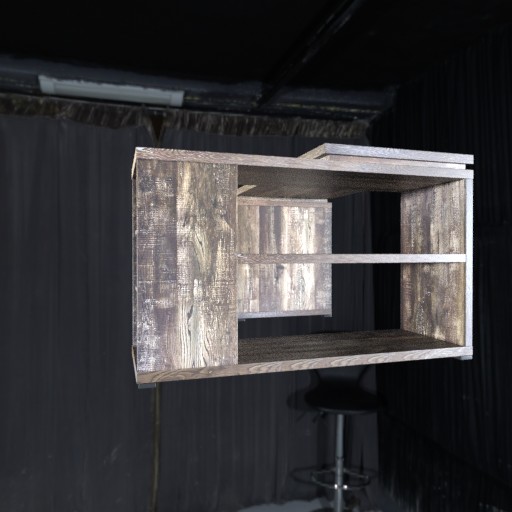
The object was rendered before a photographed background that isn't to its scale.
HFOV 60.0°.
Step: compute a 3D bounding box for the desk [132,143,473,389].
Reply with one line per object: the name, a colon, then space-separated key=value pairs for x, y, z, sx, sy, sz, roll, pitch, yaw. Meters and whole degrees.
desk: x=0.000 y=0.000 z=2.183 sx=1.200 sy=0.753 sz=1.524 roll=0 pitch=1 yaw=-17
